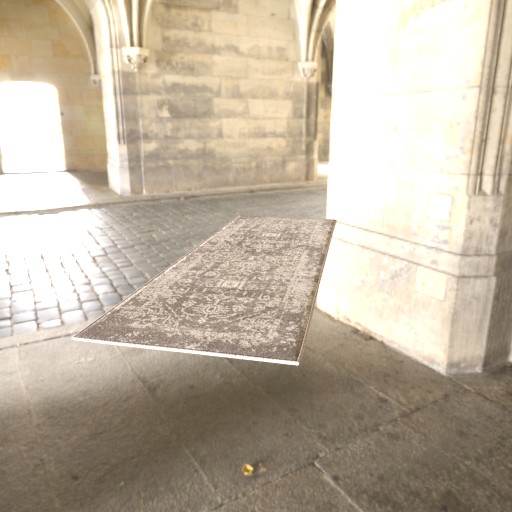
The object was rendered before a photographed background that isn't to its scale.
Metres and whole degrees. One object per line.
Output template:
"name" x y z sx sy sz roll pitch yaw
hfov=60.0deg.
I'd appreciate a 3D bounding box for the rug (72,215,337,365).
"rug" 0.000 0.000 2.697 0.855 0.017 2.452 4 17 12
